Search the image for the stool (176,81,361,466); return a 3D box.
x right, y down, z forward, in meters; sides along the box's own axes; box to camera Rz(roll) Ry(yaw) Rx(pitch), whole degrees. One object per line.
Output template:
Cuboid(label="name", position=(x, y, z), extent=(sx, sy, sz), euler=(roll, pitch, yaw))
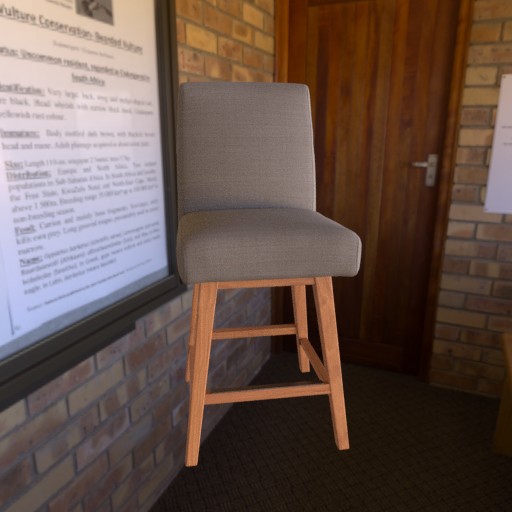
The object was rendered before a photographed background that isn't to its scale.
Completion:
Cuboid(label="stool", position=(0.000, 0.000, 1.320), extent=(0.459, 1.019, 0.570), euler=(-2, 16, -8))
